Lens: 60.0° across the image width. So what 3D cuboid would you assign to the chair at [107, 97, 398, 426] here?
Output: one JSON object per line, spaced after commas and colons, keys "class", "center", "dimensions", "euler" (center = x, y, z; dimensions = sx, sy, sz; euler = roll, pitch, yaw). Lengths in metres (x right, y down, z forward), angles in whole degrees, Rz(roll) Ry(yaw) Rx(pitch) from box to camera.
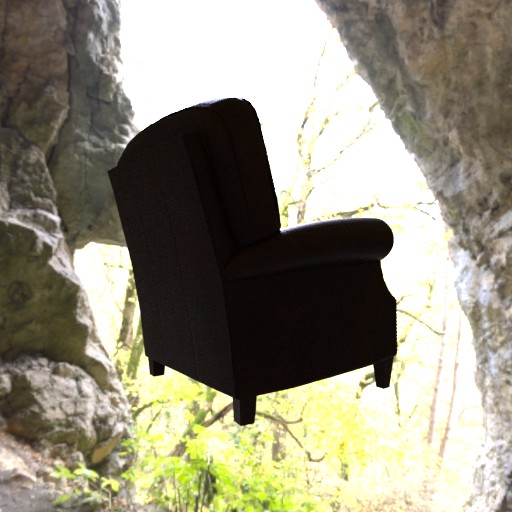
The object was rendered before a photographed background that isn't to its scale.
{"class": "chair", "center": [0.000, 0.000, 1.789], "dimensions": [0.986, 1.018, 0.936], "euler": [0, 0, -36]}
